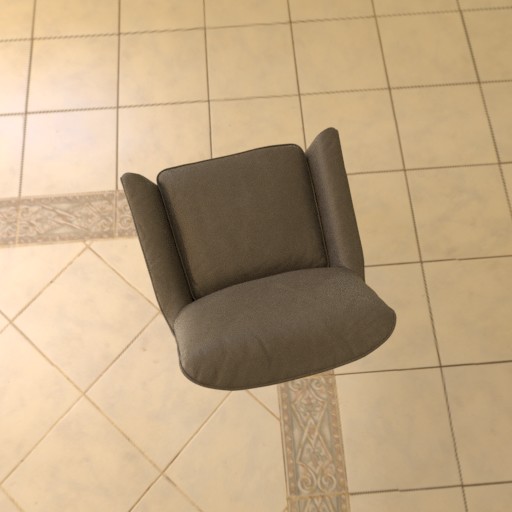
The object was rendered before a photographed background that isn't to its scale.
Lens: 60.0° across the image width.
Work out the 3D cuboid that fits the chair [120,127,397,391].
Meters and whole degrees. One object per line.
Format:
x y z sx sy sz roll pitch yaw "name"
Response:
0.000 0.000 1.500 0.787 0.888 0.822 -13 75 -4 "chair"
